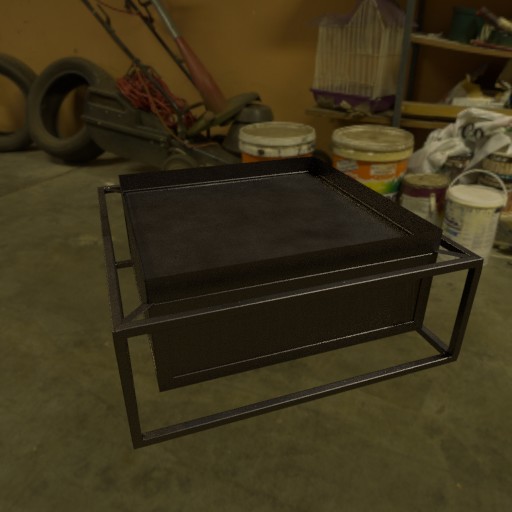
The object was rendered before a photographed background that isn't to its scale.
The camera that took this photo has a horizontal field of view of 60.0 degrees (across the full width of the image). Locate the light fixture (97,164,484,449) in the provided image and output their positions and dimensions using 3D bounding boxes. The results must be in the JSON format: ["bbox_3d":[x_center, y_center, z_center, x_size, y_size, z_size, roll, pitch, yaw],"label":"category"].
[{"bbox_3d":[0.000,0.000,0.695,0.441,0.191,0.441,-9,29,-17],"label":"light fixture"}]
